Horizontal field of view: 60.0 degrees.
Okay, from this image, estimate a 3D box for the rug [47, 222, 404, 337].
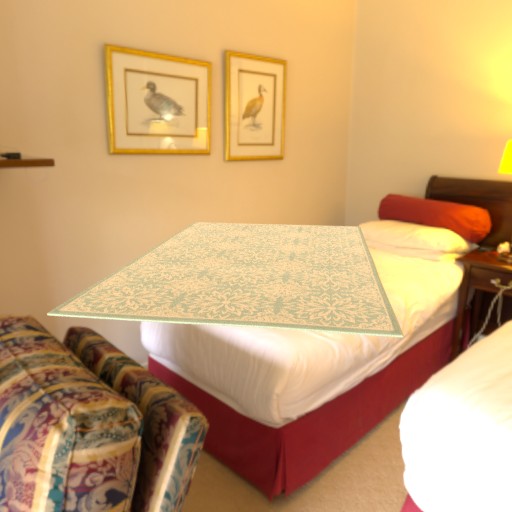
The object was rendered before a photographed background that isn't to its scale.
[{"bbox_3d":[0.000,0.000,3.515,1.819,0.018,2.746,2,15,8],"label":"rug"}]
